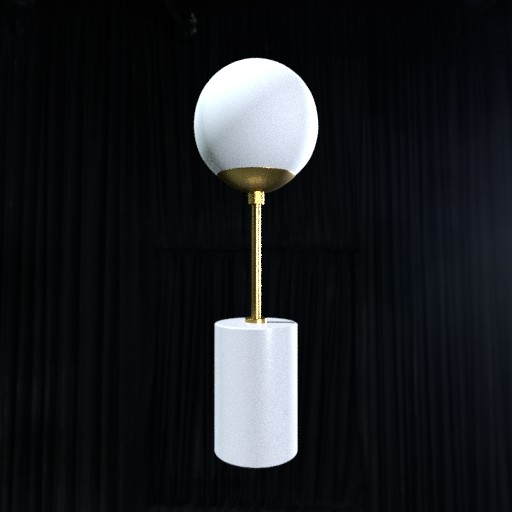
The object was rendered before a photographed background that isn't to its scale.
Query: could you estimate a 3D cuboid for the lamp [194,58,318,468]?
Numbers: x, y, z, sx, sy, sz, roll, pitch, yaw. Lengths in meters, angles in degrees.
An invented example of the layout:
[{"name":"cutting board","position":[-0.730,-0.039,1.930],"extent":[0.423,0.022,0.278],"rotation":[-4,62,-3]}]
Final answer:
[{"name":"lamp","position":[0.000,0.000,0.552],"extent":[0.153,0.480,0.153],"rotation":[0,-1,0]}]
